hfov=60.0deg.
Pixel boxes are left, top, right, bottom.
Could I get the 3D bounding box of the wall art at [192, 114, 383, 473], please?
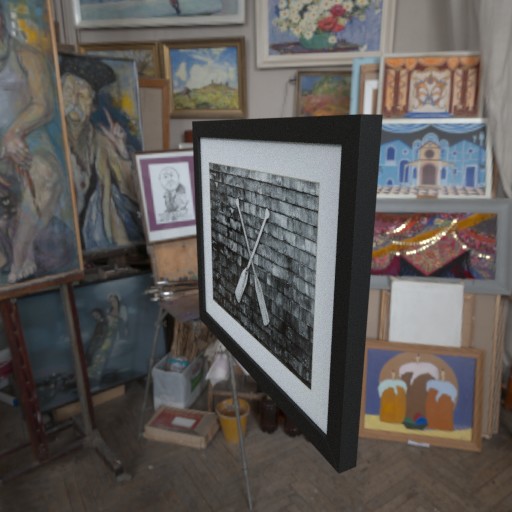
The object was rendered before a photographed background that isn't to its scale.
[{"bbox_3d":[0.000,0.000,0.774,0.029,0.457,0.558,-8,18,-25],"label":"wall art"}]
